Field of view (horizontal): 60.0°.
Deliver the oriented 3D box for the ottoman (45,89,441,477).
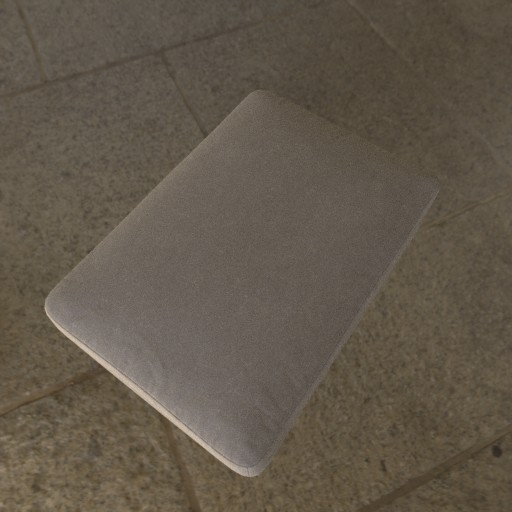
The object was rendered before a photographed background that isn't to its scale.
[{"bbox_3d":[0.000,0.000,1.578,0.840,0.429,1.199,32,67,16],"label":"ottoman"}]
